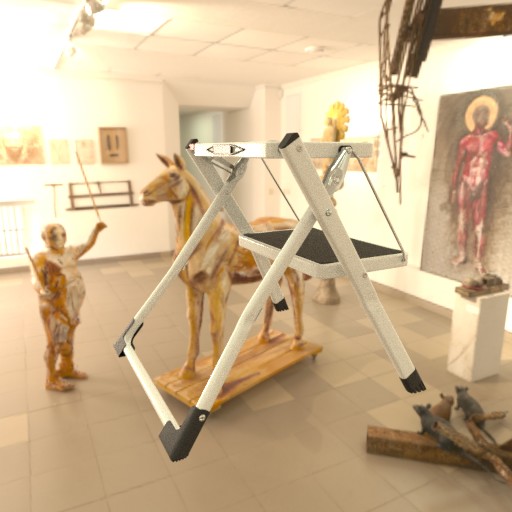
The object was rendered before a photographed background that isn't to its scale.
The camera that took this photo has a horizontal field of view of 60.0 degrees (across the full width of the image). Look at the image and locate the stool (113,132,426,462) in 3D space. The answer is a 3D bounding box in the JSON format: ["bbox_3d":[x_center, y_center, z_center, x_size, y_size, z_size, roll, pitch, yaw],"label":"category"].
[{"bbox_3d":[0.000,0.000,0.855,0.490,0.445,0.485,-7,15,-27],"label":"stool"}]
